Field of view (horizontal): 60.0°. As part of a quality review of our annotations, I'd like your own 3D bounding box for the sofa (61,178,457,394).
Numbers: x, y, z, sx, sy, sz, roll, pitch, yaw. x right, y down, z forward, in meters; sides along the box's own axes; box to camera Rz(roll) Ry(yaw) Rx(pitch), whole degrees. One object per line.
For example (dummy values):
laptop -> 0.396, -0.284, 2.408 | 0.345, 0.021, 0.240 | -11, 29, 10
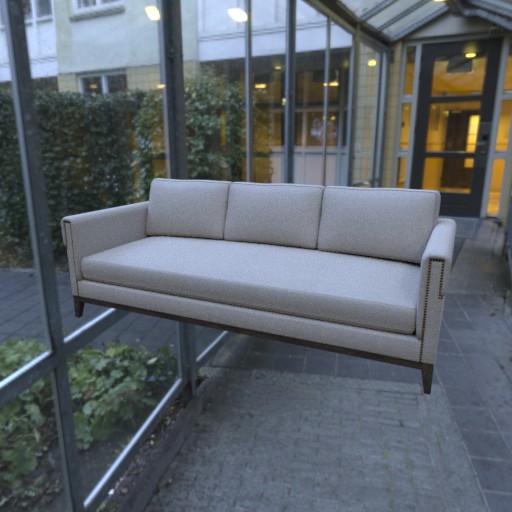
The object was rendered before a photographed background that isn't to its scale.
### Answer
sofa -> 0.000, 0.000, 2.739 | 2.210, 0.838, 0.959 | 7, 16, 24
